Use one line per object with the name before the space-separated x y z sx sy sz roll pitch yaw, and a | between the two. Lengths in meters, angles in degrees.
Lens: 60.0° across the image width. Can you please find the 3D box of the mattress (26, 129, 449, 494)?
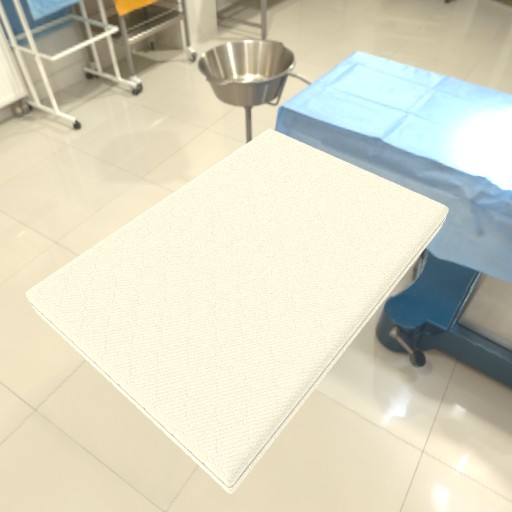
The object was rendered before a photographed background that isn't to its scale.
mattress | 0.000 0.000 2.512 1.400 0.200 2.000 31 55 26
